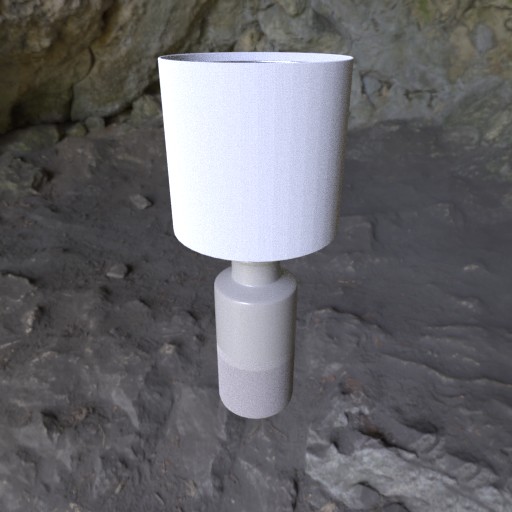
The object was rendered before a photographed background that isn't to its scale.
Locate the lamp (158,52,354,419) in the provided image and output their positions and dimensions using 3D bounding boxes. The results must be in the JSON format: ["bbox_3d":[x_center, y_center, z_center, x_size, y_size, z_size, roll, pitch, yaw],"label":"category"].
[{"bbox_3d":[0.000,0.000,0.600,0.212,0.493,0.212,0,27,-1],"label":"lamp"}]
